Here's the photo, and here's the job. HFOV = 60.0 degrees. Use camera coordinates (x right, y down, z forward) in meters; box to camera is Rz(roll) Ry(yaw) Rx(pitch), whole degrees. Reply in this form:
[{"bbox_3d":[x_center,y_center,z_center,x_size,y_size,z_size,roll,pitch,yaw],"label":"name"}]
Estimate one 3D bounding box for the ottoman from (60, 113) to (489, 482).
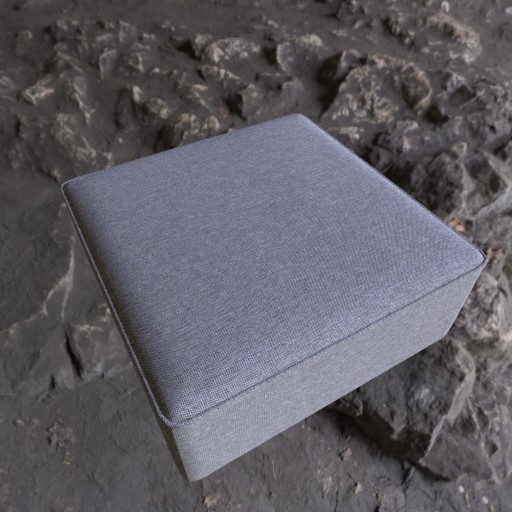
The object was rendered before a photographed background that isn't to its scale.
[{"bbox_3d":[0.000,0.000,1.517,1.005,0.455,1.005,-22,50,-20],"label":"ottoman"}]
